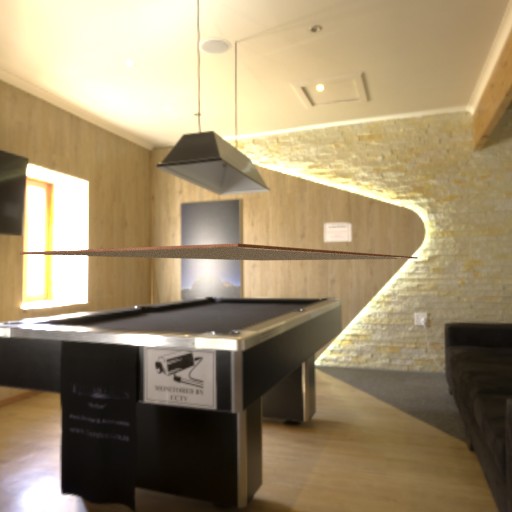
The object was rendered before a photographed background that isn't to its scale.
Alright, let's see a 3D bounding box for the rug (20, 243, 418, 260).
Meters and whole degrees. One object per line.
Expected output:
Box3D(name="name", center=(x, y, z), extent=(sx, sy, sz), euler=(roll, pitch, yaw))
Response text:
Box3D(name="rug", center=(0.000, 0.000, 3.034), extent=(1.524, 0.014, 2.438), euler=(-1, -2, 35))
